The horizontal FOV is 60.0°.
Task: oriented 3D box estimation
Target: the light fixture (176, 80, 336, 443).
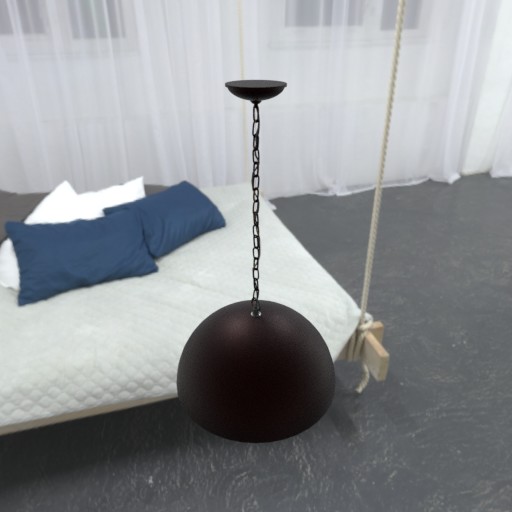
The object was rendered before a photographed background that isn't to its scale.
[{"bbox_3d":[0.000,0.000,1.190,0.492,0.869,0.492,-19,33,-31],"label":"light fixture"}]
